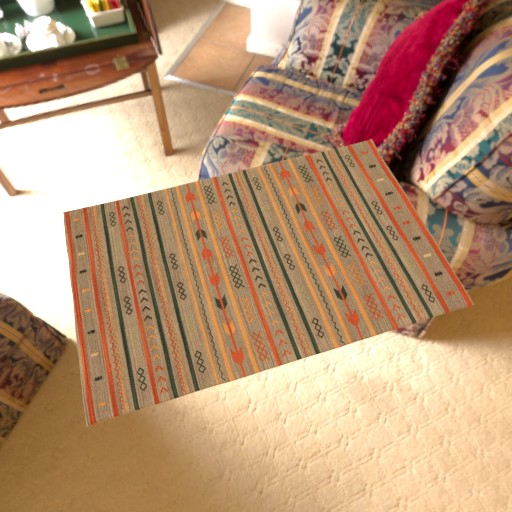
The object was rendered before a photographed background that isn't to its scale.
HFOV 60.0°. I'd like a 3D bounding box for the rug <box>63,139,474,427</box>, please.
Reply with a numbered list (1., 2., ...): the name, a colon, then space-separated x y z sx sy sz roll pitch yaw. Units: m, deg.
1. rug: 0.000 0.000 3.005 2.439 0.029 1.537 -15 60 -9
